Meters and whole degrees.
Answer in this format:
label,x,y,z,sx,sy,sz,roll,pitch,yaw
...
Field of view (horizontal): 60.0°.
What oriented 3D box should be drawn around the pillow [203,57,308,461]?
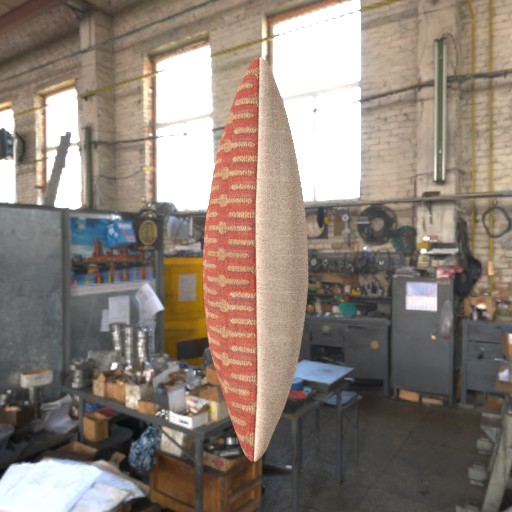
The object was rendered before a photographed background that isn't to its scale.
label,x,y,z,sx,sy,sz,roll,pitch,yaw
pillow,0.000,0.000,0.797,0.182,0.503,0.511,0,1,0
